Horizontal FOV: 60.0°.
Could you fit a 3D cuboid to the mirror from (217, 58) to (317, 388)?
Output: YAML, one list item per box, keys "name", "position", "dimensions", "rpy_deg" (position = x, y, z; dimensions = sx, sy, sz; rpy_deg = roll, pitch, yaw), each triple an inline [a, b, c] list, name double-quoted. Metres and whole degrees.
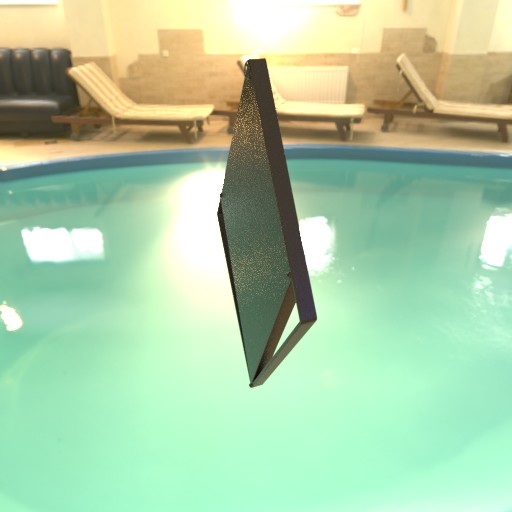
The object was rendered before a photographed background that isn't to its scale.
- name: "mirror"
  position: [0.000, 0.000, 0.830]
  dimensions: [0.032, 0.679, 0.419]
  rpy_deg: [-11, 32, -19]
